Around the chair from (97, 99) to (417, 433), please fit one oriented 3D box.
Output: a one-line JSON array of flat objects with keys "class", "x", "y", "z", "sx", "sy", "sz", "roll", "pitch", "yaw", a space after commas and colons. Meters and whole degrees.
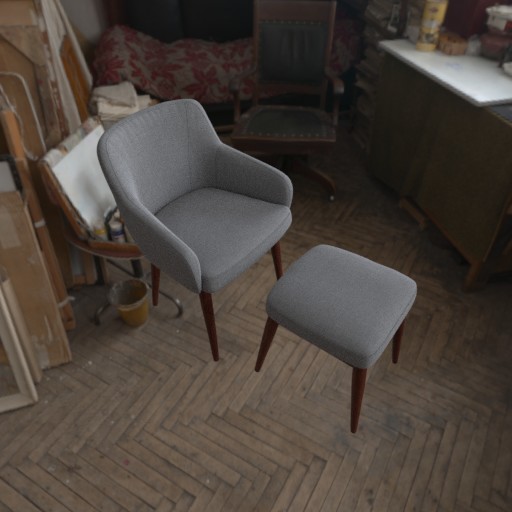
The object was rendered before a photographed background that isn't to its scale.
[{"class": "chair", "x": 0.000, "y": 0.000, "z": 1.603, "sx": 1.107, "sy": 0.799, "sz": 0.584, "roll": 26, "pitch": 48, "yaw": 26}]
